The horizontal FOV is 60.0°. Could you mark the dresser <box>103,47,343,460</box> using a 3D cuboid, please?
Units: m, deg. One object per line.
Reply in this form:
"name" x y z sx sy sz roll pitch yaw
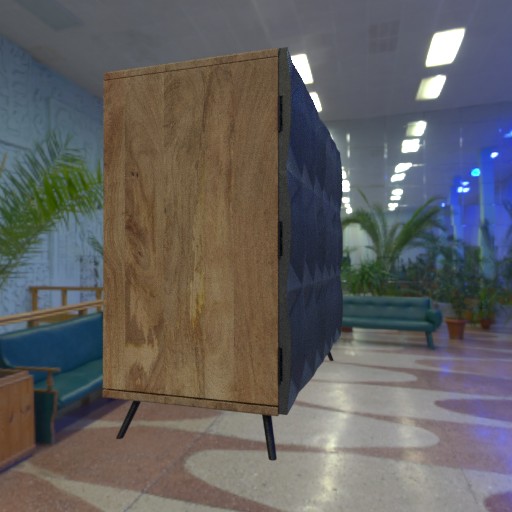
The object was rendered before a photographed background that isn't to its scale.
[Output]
"dresser" 0.000 0.000 1.418 0.446 0.847 0.967 0 0 17
